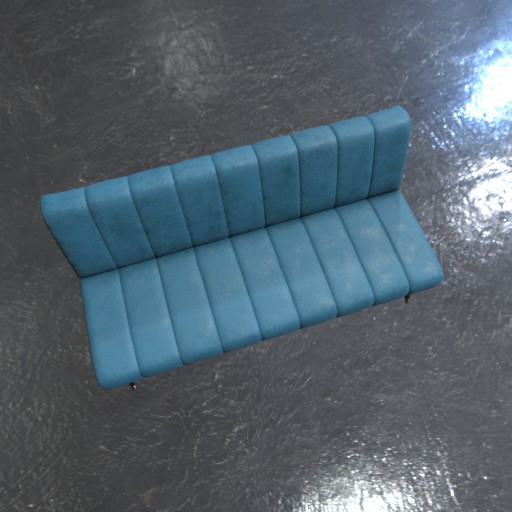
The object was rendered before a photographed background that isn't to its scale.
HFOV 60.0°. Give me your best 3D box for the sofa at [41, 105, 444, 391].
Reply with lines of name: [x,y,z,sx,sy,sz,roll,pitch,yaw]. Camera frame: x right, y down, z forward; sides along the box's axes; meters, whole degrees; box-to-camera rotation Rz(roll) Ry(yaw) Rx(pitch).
sofa: [0.000,0.000,2.305,1.810,0.825,0.830,-16,66,-7]
